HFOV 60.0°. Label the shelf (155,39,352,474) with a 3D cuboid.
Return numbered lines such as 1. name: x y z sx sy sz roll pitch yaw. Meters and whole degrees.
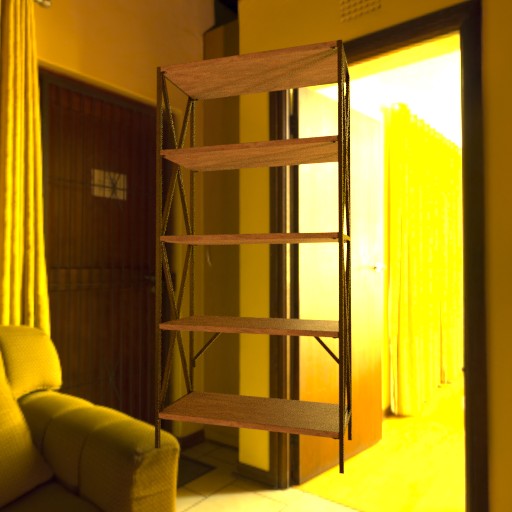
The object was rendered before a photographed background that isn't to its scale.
1. shelf: 0.000 0.000 2.153 0.874 1.803 0.386 0 -1 17
